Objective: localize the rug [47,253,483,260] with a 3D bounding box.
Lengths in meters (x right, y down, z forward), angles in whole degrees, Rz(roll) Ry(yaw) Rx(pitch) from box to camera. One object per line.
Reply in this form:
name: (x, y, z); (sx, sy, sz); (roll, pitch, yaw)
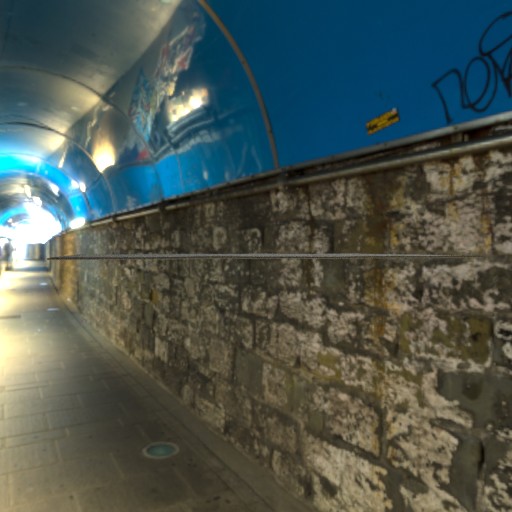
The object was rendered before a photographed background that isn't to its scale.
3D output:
rug: (0.000, 0.000, 3.076); (2.444, 0.023, 1.531); (0, 1, -17)
